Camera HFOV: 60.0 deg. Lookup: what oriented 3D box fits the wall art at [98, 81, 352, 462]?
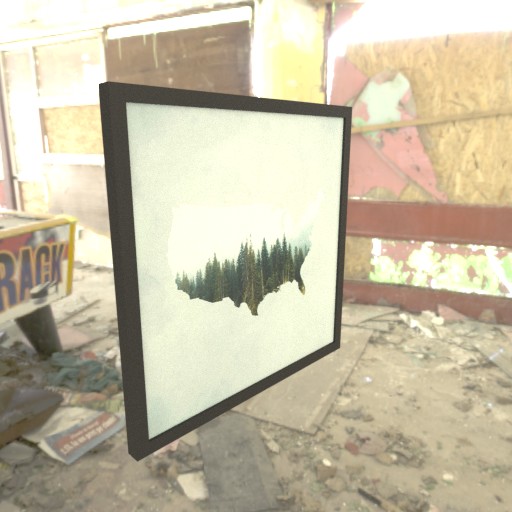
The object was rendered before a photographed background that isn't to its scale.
[{"bbox_3d":[0.000,0.000,1.130,0.038,0.763,0.763,14,19,43],"label":"wall art"}]
